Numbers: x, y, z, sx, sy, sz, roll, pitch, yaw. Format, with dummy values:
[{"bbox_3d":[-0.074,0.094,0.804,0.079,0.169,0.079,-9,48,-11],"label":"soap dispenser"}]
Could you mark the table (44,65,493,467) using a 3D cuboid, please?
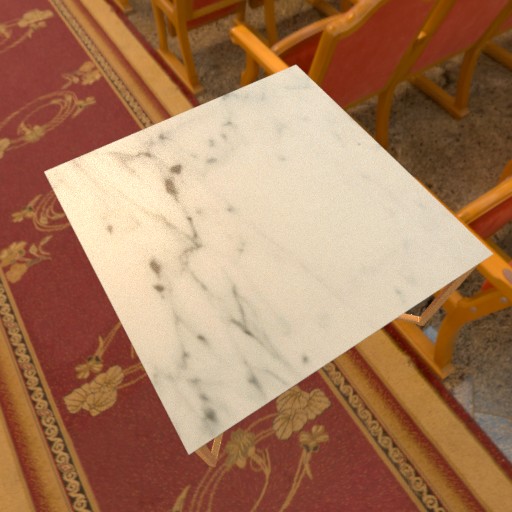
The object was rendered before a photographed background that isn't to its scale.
[{"bbox_3d":[0.000,0.000,1.286,0.800,0.450,0.800,-29,64,-15],"label":"table"}]
